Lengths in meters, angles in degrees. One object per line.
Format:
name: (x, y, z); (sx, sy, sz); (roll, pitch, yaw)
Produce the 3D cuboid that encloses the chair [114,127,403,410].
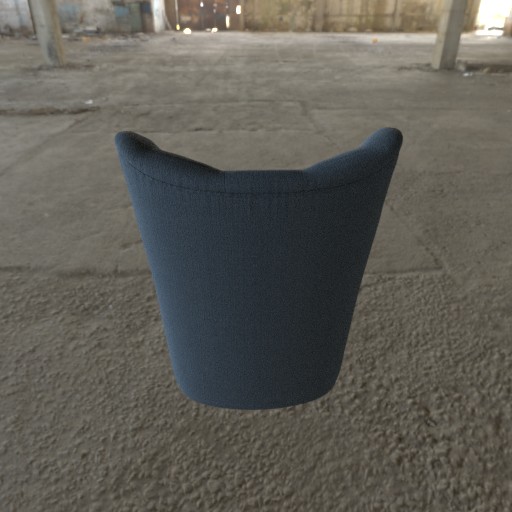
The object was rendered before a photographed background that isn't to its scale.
chair: (0.000, 0.000, 1.722); (0.831, 1.079, 0.930); (-1, 29, -2)
